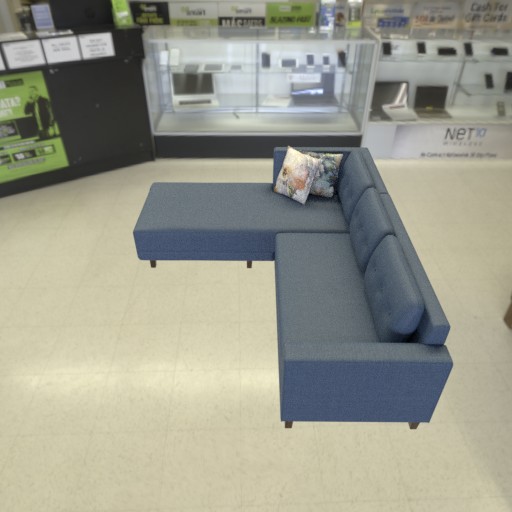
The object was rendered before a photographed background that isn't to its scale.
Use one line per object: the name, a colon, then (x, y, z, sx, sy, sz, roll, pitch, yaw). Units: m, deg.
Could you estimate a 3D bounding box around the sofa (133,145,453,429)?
sofa: (0.000, 0.000, 2.991, 1.829, 0.787, 2.120, 0, 38, 0)
